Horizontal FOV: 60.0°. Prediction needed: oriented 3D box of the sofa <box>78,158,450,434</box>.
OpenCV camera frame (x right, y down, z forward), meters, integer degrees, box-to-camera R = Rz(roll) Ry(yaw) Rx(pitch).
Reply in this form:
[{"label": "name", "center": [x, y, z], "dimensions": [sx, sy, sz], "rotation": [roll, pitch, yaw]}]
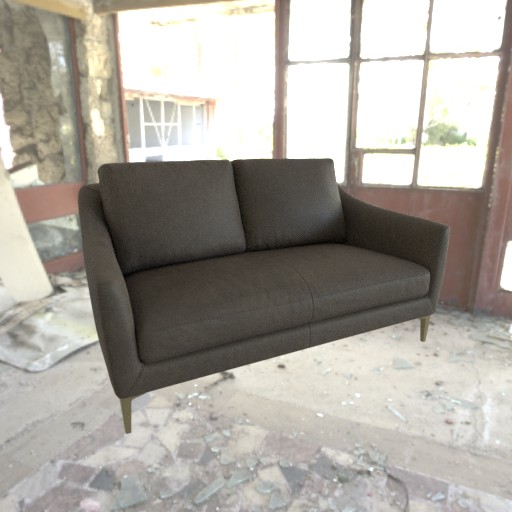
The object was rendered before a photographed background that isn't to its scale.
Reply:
[{"label": "sofa", "center": [0.000, 0.000, 2.165], "dimensions": [1.619, 0.902, 0.960], "rotation": [-8, 18, -27]}]
